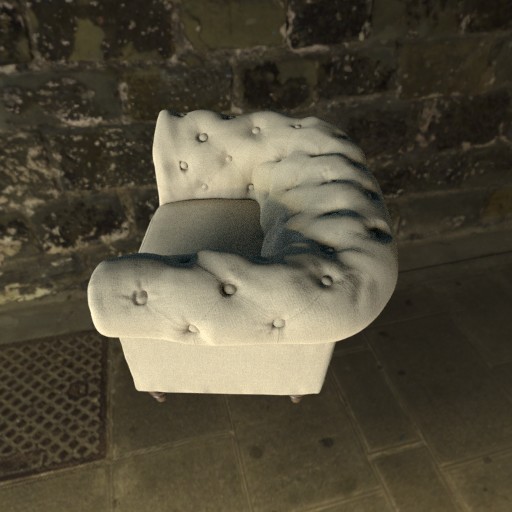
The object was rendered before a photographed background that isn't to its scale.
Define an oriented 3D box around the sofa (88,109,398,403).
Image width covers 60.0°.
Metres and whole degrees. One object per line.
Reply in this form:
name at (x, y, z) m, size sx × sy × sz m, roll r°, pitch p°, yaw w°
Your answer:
sofa at (0.000, 0.000, 1.987) m, size 1.034 × 0.878 × 1.405 m, roll 0°, pitch 40°, yaw 0°
